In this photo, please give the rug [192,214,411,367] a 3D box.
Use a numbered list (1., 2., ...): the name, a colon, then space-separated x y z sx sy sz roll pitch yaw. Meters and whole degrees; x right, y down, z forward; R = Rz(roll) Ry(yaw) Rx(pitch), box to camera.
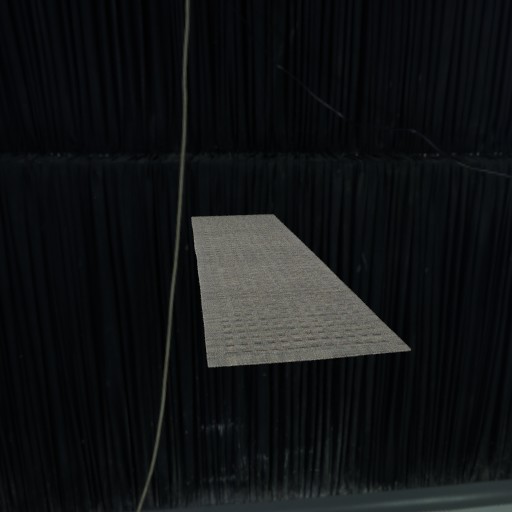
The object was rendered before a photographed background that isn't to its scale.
1. rug: 0.000 0.000 2.635 0.706 0.009 2.443 -3 17 -9
